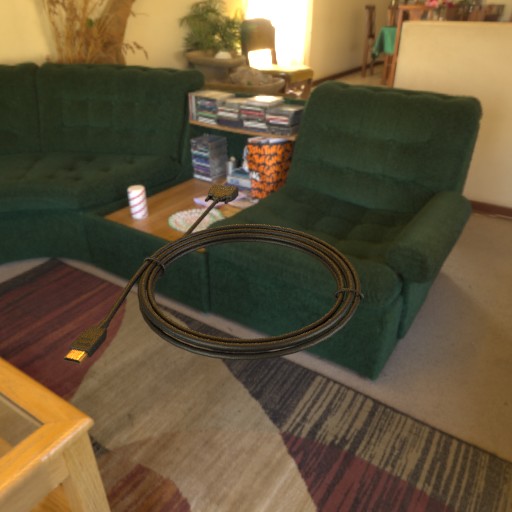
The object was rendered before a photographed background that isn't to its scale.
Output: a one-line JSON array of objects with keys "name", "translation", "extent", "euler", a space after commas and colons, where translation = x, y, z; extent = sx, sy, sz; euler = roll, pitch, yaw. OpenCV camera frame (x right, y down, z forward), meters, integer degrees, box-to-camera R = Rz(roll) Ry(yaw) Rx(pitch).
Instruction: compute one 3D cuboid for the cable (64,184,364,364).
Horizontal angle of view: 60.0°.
[{"name": "cable", "translation": [0.000, 0.000, 0.526], "extent": [0.257, 0.030, 0.422], "euler": [8, 31, 13]}]
